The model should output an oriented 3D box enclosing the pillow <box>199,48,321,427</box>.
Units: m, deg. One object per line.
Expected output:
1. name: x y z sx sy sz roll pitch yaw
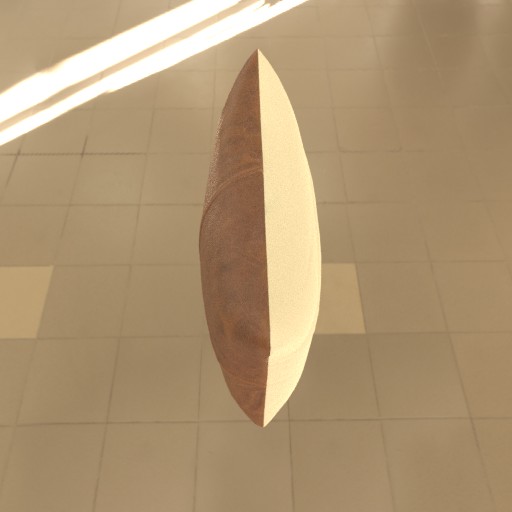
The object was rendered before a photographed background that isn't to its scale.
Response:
1. pillow: 0.000 0.000 0.744 0.192 0.470 0.484 -1 59 -1
